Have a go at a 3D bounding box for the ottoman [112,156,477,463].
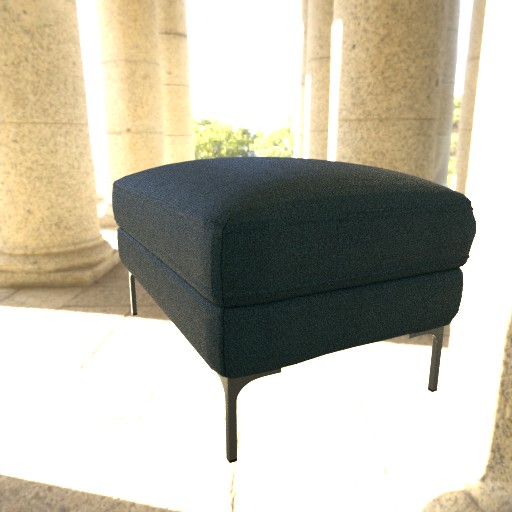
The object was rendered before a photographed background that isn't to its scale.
[{"bbox_3d":[0.000,0.000,1.138,0.563,0.498,0.856,-7,16,-26],"label":"ottoman"}]
